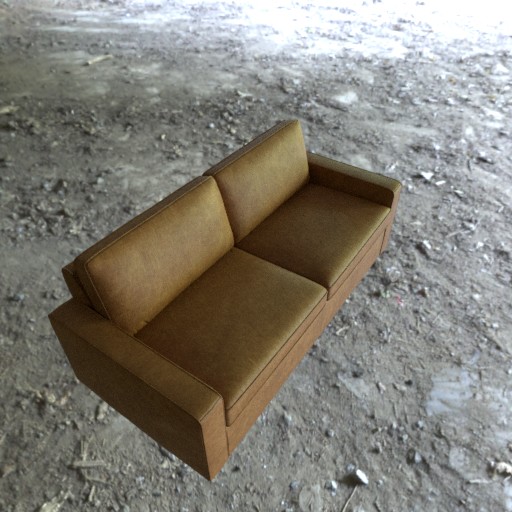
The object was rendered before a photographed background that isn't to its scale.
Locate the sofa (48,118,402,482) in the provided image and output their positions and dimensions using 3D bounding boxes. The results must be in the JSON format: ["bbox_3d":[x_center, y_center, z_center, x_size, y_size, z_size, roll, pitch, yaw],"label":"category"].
[{"bbox_3d":[0.000,0.000,2.639,0.991,0.928,2.156,25,47,25],"label":"sofa"}]
